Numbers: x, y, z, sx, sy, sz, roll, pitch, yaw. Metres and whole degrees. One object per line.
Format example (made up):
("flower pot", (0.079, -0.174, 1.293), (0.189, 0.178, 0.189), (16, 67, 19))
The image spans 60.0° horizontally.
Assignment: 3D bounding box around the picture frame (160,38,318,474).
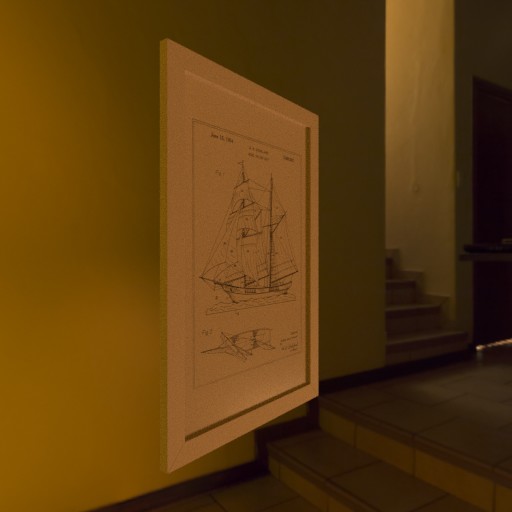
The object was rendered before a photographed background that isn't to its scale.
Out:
("picture frame", (0.000, 0.000, 0.600), (0.011, 0.459, 0.326), (0, 0, 37))
